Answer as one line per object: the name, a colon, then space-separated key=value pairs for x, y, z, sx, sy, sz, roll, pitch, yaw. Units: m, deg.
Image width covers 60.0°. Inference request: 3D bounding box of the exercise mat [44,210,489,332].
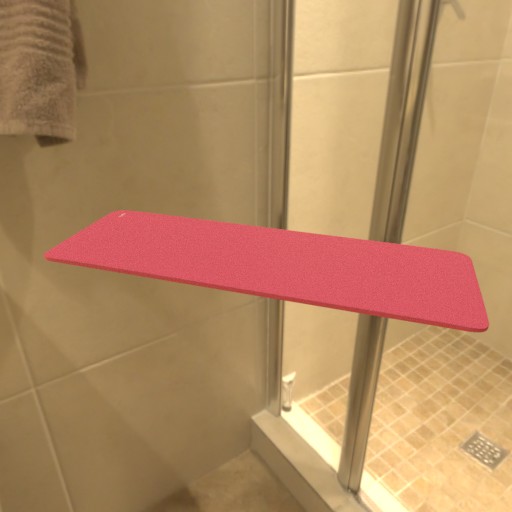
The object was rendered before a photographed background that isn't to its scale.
exercise mat: x=0.000 y=0.000 z=2.029 sx=1.884 sy=0.021 sz=0.616 roll=8 pitch=28 yaw=15
